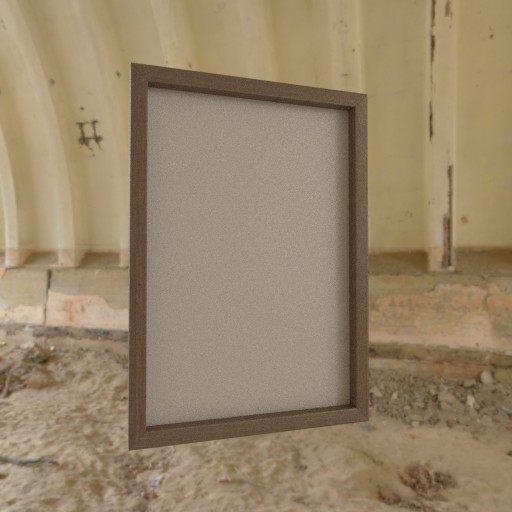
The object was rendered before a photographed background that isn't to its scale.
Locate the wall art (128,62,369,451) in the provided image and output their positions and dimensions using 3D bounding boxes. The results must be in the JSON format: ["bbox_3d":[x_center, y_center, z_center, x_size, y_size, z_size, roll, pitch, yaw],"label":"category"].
[{"bbox_3d":[0.000,0.000,0.651,0.358,0.510,0.032,0,-1,-18],"label":"wall art"}]
